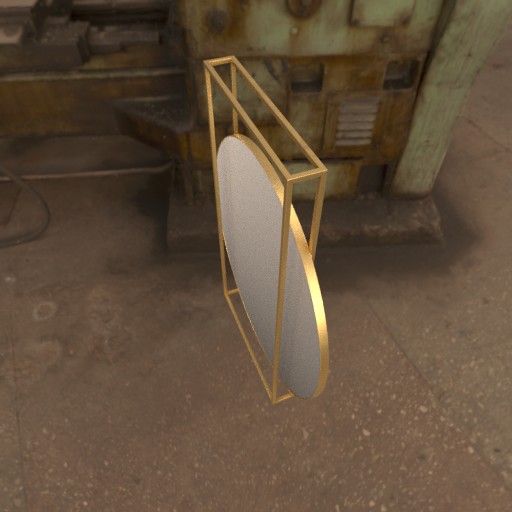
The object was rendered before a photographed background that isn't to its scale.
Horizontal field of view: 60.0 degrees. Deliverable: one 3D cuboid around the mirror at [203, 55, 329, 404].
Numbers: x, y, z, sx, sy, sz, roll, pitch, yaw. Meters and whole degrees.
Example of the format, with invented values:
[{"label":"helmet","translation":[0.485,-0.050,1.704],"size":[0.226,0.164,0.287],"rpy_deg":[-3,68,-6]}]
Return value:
[{"label":"mirror","translation":[0.000,0.000,0.821],"size":[0.051,0.603,0.508],"rpy_deg":[-17,50,-14]}]
